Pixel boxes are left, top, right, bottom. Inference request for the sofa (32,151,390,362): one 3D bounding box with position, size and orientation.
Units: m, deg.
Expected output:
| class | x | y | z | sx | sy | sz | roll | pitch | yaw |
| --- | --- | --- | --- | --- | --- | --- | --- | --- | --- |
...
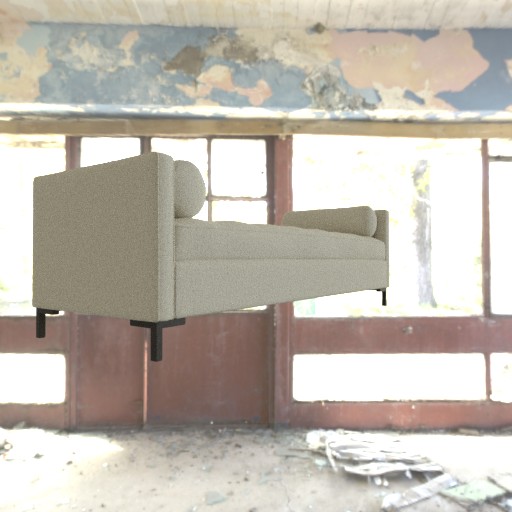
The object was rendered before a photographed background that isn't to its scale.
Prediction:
| class | x | y | z | sx | sy | sz | roll | pitch | yaw |
| --- | --- | --- | --- | --- | --- | --- | --- | --- | --- |
| sofa | 0.000 | 0.000 | 2.302 | 0.746 | 0.641 | 1.985 | 0 | 0 | 36 |
